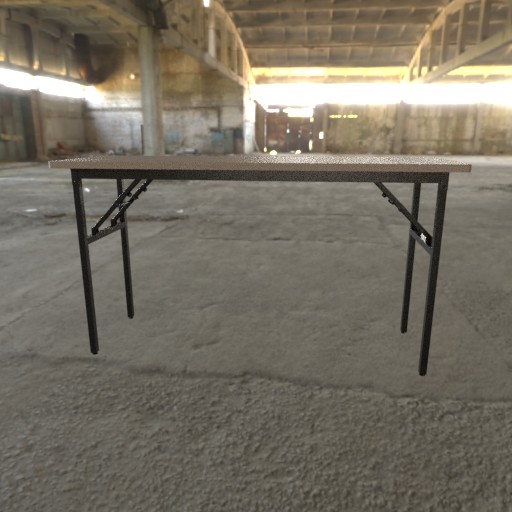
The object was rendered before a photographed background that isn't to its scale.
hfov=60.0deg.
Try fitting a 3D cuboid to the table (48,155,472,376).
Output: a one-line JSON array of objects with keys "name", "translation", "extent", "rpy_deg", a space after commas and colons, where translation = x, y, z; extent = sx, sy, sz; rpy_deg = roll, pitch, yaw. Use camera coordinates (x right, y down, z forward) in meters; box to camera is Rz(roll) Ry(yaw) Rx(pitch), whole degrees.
[{"name": "table", "translation": [0.000, 0.000, 1.755], "extent": [1.397, 0.750, 0.447], "rpy_deg": [2, 15, 7]}]
